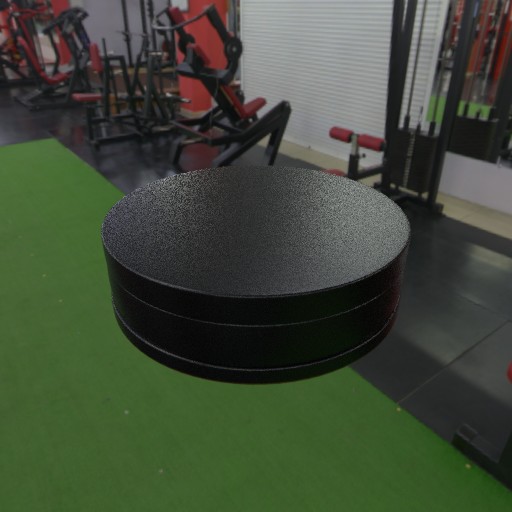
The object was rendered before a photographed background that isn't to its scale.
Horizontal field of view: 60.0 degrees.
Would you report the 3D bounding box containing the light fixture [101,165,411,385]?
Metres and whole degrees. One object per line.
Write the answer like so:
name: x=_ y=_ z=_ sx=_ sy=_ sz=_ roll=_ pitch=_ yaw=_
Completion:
light fixture: x=0.000 y=0.000 z=0.442 sx=0.283 sy=0.097 sz=0.283 roll=0 pitch=29 yaw=0
